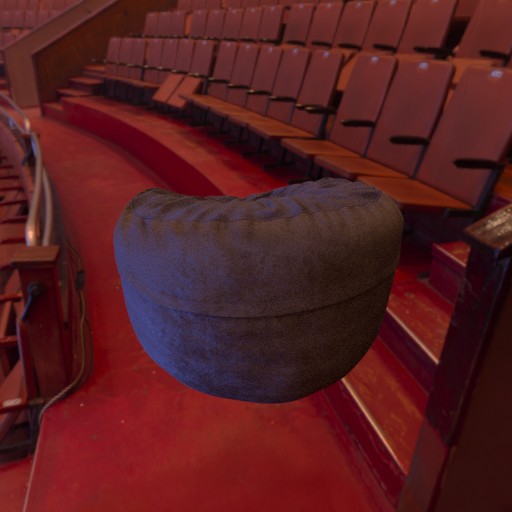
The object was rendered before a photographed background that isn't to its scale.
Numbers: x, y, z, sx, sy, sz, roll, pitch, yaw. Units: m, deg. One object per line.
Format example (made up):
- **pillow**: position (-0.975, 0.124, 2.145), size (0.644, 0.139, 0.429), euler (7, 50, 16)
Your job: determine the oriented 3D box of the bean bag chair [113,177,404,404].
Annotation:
- **bean bag chair**: position (0.000, 0.000, 2.055), size (1.245, 0.821, 1.245), euler (0, 26, 0)
